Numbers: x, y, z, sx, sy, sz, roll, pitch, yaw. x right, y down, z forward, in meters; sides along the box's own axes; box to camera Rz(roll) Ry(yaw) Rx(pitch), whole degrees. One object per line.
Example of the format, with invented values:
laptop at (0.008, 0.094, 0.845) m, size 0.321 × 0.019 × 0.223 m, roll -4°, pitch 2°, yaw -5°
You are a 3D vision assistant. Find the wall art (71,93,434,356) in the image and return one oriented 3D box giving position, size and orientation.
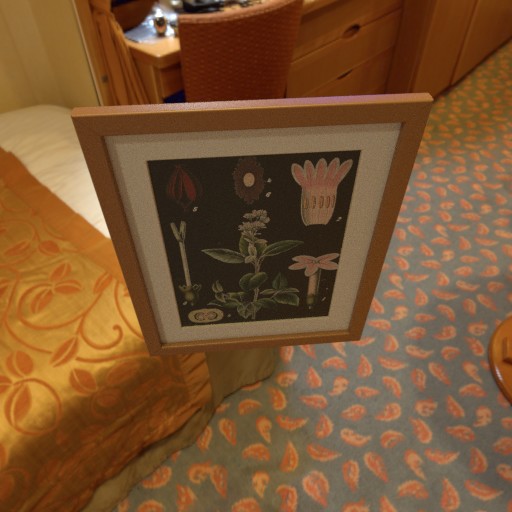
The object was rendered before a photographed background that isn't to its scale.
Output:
wall art at (0.000, 0.000, 0.517) m, size 0.310 × 0.379 × 0.015 m, roll -4°, pitch 46°, yaw -3°
